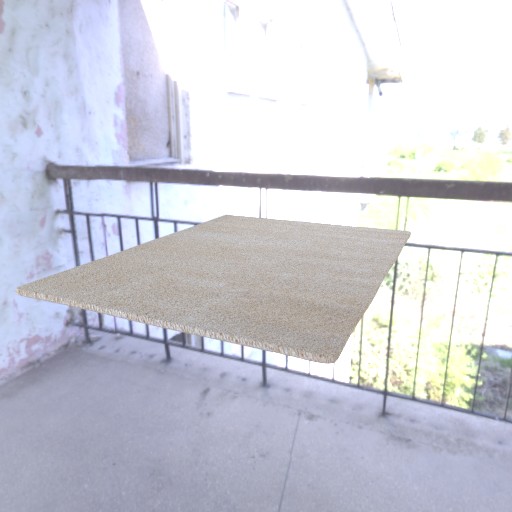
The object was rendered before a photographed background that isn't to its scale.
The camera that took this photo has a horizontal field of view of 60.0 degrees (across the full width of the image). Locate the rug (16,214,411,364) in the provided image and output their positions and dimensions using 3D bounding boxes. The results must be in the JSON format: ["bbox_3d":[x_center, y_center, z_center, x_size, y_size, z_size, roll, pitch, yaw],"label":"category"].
[{"bbox_3d":[0.000,0.000,2.065,1.199,0.025,1.600,7,18,24],"label":"rug"}]
